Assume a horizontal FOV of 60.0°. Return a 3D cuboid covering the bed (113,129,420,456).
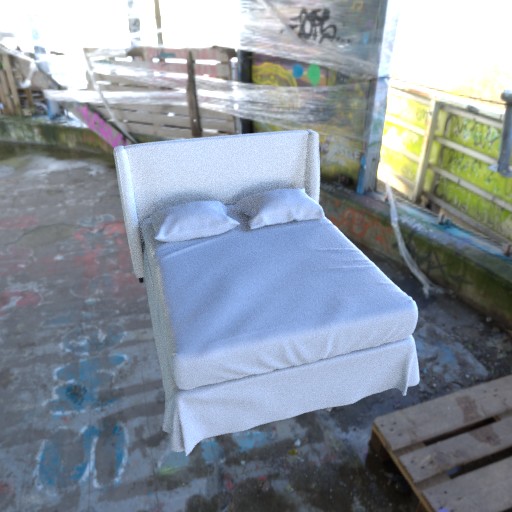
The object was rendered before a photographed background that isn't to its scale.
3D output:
[{"bbox_3d":[0.000,0.000,3.531,1.925,1.332,2.276,-9,32,-15],"label":"bed"}]
